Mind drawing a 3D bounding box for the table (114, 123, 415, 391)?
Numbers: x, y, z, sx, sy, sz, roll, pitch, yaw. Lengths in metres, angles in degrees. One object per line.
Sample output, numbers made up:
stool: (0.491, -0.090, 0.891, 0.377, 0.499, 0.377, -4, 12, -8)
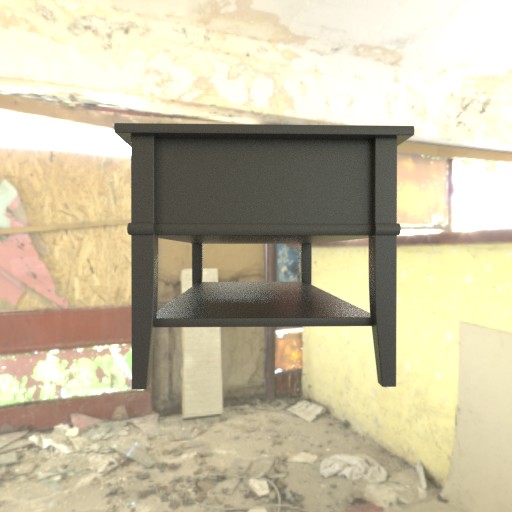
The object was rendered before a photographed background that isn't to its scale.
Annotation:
table: (0.000, 0.000, 1.294, 0.523, 0.470, 1.044, 0, 1, -2)
